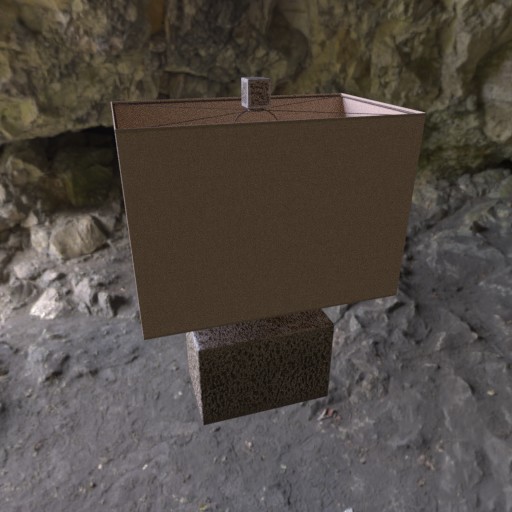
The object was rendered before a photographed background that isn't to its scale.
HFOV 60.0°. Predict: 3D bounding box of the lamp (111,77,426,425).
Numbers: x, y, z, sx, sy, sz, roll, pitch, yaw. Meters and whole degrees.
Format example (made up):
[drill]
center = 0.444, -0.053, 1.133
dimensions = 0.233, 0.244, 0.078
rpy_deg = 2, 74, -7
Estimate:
[lamp]
center = 0.000, 0.000, 0.551
dimensions = 0.294, 0.411, 0.180
rpy_deg = -8, 27, -15
